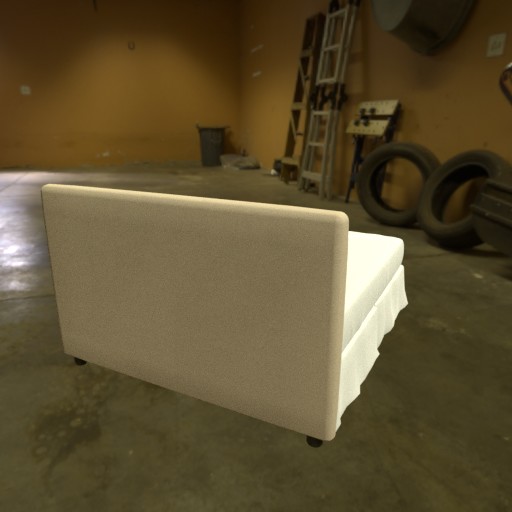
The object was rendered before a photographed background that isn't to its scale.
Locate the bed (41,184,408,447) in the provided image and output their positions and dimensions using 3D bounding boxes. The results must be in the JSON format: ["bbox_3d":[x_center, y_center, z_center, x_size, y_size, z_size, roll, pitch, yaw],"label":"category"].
[{"bbox_3d":[0.000,0.000,3.584,2.119,1.317,2.319,9,19,26],"label":"bed"}]
